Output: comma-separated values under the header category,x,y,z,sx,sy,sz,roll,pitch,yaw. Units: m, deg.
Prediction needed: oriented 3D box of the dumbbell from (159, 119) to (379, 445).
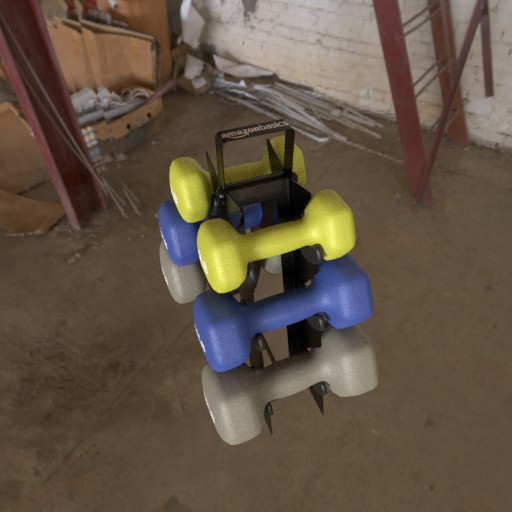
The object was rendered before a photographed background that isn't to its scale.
category,x,y,z,sx,sy,sz,roll,pitch,yaw
dumbbell,0.000,0.000,0.679,0.261,0.426,0.416,-16,48,-15
